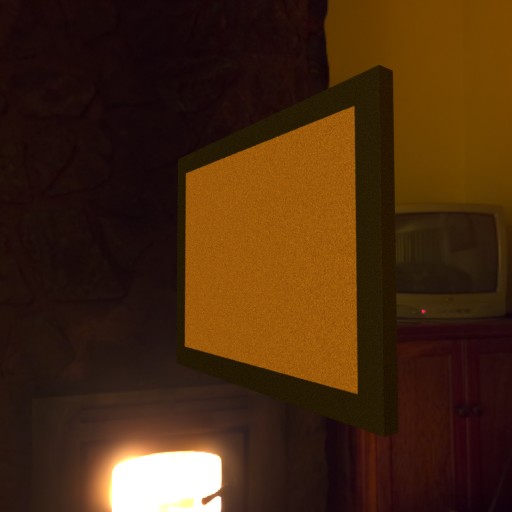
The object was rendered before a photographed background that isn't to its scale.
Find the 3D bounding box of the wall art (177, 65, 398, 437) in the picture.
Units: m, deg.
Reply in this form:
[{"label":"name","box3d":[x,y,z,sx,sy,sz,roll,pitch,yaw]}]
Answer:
[{"label":"wall art","box3d":[0.000,0.000,0.779,0.028,0.460,0.561,2,-3,-36]}]
